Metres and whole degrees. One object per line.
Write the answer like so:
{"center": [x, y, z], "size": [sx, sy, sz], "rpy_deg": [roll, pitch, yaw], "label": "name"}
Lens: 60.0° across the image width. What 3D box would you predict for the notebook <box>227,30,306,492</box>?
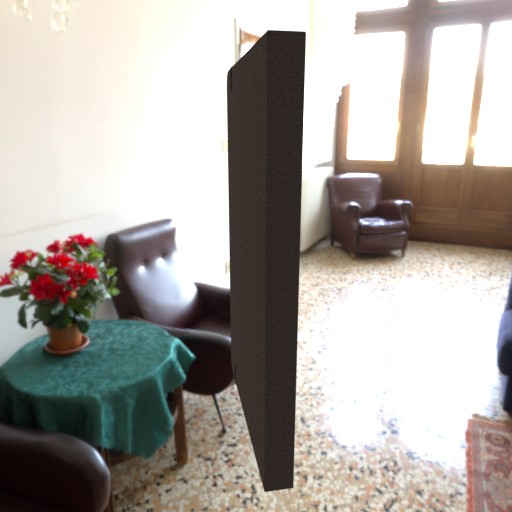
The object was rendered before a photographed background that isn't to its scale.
{"center": [0.000, 0.000, 0.256], "size": [0.016, 0.213, 0.127], "rpy_deg": [-3, 16, -10], "label": "notebook"}
